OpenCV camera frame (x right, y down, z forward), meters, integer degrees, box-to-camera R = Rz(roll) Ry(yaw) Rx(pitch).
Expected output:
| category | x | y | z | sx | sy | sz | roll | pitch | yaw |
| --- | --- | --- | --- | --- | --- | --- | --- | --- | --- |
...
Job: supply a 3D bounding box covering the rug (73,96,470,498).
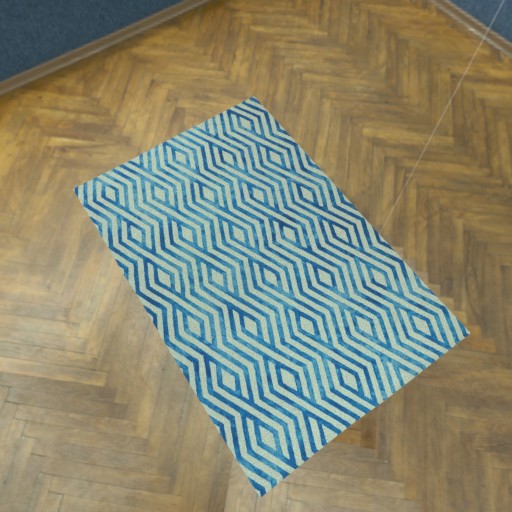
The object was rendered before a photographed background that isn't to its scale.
| category | x | y | z | sx | sy | sz | roll | pitch | yaw |
| --- | --- | --- | --- | --- | --- | --- | --- | --- | --- |
| rug | 0.000 | 0.000 | 2.287 | 1.225 | 0.008 | 1.830 | -32 | 69 | -14 |
